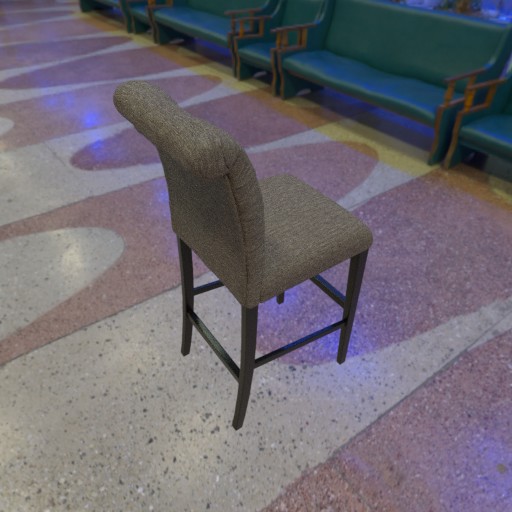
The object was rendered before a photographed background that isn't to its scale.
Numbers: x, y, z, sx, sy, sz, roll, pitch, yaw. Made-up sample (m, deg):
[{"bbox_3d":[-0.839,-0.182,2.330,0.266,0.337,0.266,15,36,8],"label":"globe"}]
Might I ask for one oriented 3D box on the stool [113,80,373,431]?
[{"bbox_3d":[0.000,0.000,1.462,0.613,1.131,0.452,-24,46,-26],"label":"stool"}]
